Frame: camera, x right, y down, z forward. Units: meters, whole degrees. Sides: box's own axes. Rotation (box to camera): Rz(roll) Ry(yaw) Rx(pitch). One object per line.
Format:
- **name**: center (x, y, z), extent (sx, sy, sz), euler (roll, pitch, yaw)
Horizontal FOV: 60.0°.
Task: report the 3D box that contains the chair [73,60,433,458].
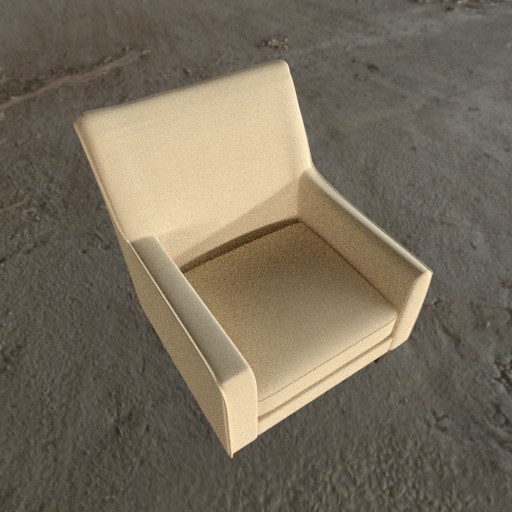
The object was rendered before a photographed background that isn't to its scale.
- **chair**: center (0.000, 0.000, 1.548), extent (0.780, 0.919, 0.899), euler (-25, 51, -22)
